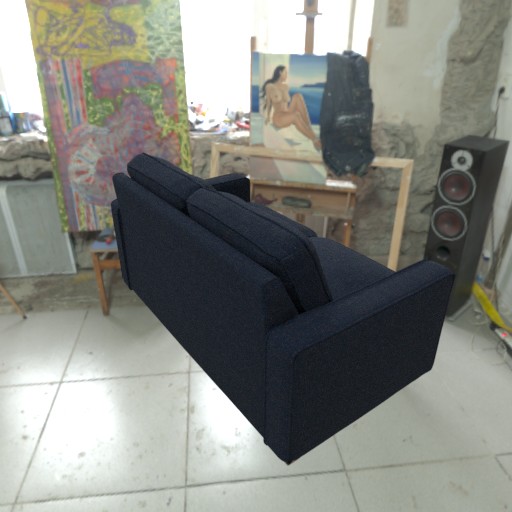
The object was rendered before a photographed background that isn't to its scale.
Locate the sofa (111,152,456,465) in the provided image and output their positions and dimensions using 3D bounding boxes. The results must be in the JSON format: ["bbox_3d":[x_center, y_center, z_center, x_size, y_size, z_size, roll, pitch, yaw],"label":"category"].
[{"bbox_3d":[0.000,0.000,2.331,0.947,0.918,1.709,-19,34,-31],"label":"sofa"}]
